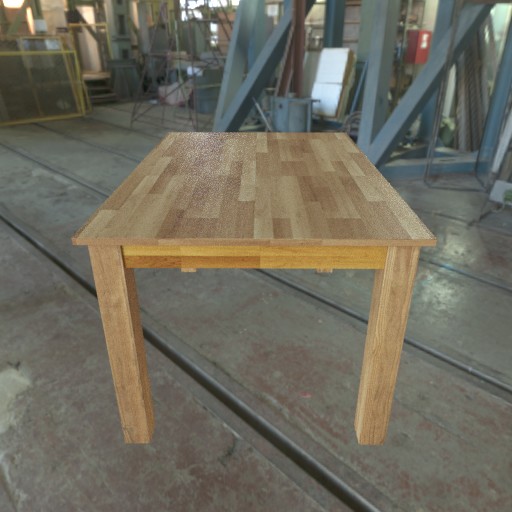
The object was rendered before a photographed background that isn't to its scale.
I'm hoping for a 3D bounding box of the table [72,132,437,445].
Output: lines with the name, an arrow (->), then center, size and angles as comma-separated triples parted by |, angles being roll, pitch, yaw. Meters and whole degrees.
table -> 0.000, 0.000, 1.839 | 0.900, 0.750, 1.300 | 0, 27, 0
